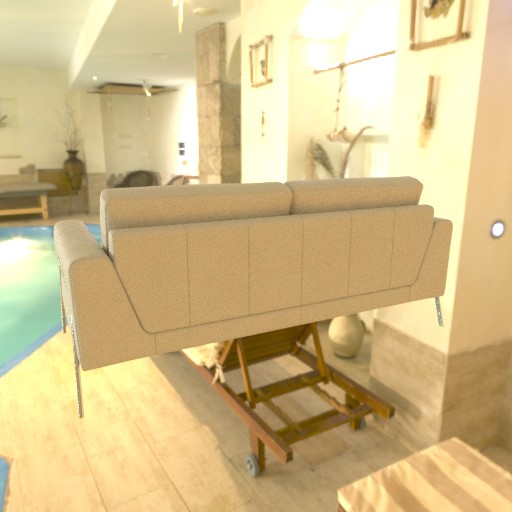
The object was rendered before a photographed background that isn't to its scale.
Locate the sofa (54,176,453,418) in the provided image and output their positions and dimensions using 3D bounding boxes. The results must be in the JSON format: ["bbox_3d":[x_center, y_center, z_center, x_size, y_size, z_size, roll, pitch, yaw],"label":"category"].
[{"bbox_3d":[0.000,0.000,2.473,2.017,0.875,0.953,-7,16,-26],"label":"sofa"}]
